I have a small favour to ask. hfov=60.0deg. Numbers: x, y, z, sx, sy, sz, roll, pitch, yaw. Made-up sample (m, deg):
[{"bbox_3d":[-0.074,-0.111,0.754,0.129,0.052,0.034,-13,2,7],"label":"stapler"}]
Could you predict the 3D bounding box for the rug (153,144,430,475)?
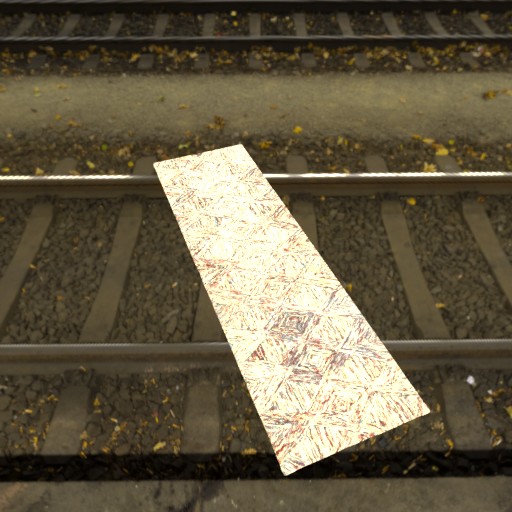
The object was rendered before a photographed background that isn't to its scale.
[{"bbox_3d":[0.000,0.000,2.548,0.688,0.015,2.292,-16,48,-15],"label":"rug"}]
